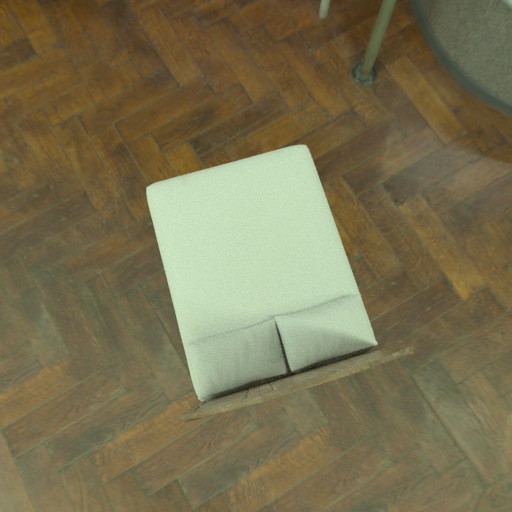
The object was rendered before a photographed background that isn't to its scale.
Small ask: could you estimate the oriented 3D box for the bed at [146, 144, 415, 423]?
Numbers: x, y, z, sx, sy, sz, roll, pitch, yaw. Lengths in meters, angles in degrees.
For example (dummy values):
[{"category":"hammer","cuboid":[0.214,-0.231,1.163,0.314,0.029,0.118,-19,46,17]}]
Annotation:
[{"category":"bed","cuboid":[0.000,0.000,3.611,1.713,2.002,2.112,-16,77,-4]}]
